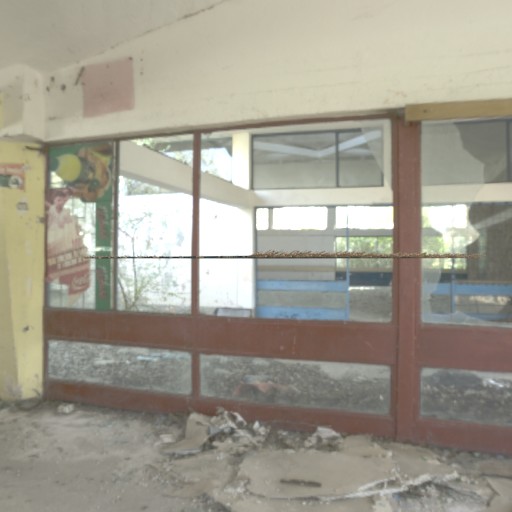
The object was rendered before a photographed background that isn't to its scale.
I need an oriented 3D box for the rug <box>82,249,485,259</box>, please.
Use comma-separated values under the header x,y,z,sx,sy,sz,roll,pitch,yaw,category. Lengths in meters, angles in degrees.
x,y,z,sx,sy,sz,roll,pitch,yaw,category
0.000,0.000,4.337,2.418,0.047,3.307,0,-1,-37,rug
